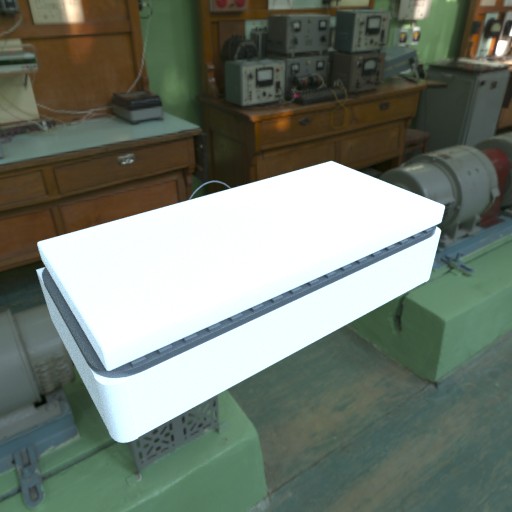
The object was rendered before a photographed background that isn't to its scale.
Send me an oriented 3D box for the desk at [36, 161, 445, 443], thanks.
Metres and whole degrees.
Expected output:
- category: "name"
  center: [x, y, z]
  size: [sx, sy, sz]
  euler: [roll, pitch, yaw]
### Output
- category: "desk"
  center: [0.000, 0.000, 2.265]
  size: [1.900, 0.526, 0.900]
  euler: [-21, 37, -30]
